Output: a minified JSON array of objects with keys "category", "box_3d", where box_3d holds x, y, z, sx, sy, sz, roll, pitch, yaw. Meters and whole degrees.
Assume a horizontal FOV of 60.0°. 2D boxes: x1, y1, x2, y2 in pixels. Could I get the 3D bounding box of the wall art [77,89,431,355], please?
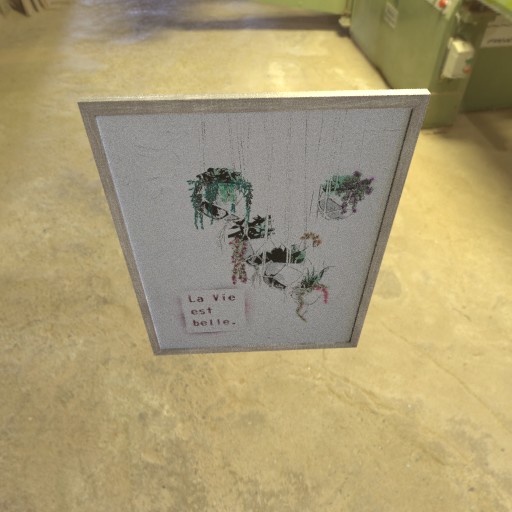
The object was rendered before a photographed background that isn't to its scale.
[{"category":"wall art","box_3d":[0.000,0.000,1.351,0.781,1.022,0.035,-2,46,-2]}]
